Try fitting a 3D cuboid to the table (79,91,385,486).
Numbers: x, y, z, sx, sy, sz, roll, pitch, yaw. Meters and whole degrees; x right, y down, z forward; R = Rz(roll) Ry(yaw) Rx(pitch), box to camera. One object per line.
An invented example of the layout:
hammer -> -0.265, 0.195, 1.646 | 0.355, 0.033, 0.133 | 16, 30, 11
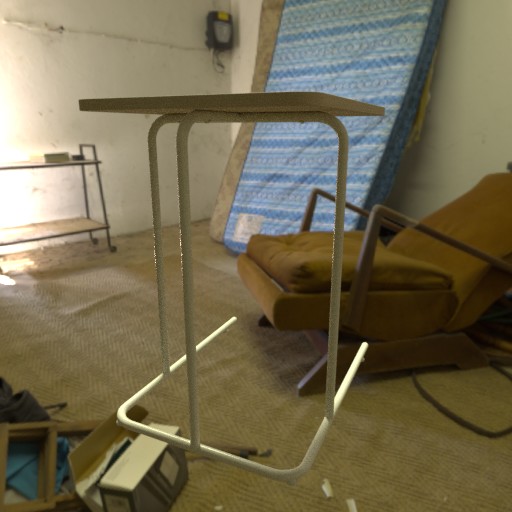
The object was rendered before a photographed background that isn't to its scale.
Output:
table -> 0.000, 0.000, 0.849 | 0.370, 0.550, 0.480 | 7, 18, 24
